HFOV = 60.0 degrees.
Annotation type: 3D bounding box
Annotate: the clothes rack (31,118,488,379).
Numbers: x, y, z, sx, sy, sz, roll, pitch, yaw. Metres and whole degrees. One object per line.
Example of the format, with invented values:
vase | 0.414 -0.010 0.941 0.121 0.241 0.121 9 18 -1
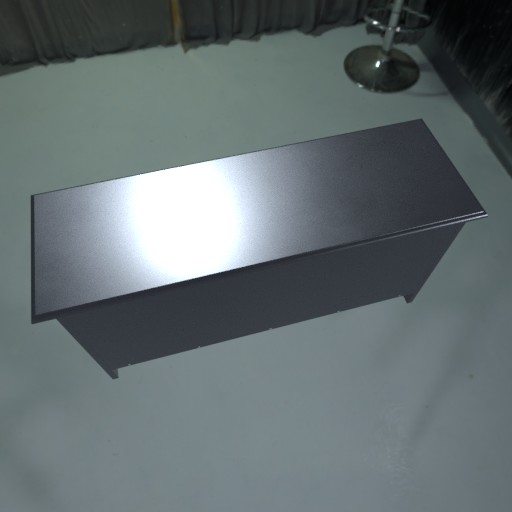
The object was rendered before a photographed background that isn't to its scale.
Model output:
clothes rack | 0.000 0.000 1.468 1.219 0.556 0.406 -13 59 -8
